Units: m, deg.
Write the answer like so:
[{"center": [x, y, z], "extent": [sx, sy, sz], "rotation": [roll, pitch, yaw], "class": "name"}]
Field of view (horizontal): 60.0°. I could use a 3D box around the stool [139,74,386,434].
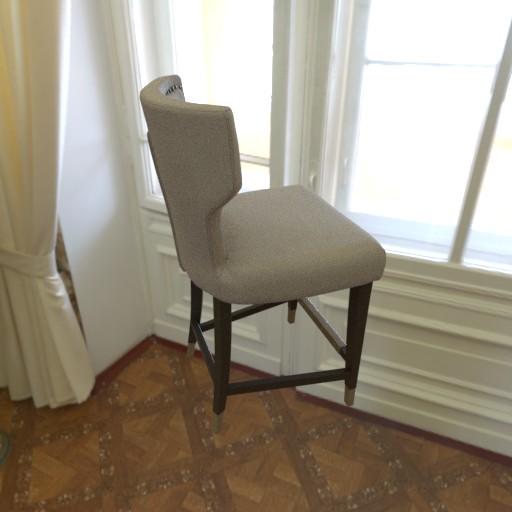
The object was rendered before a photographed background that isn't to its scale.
[{"center": [0.000, 0.000, 1.338], "extent": [0.563, 0.982, 0.527], "rotation": [-11, 32, -18], "class": "stool"}]
